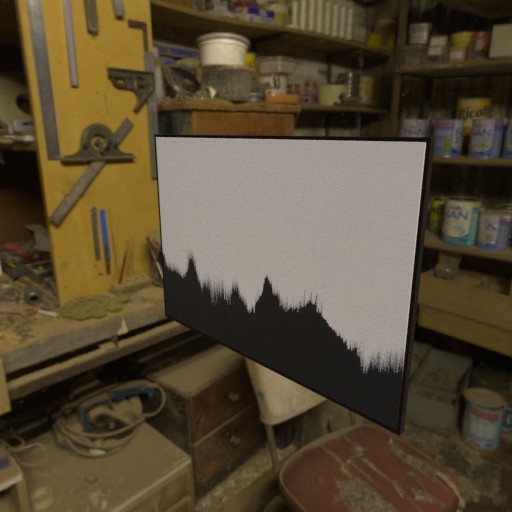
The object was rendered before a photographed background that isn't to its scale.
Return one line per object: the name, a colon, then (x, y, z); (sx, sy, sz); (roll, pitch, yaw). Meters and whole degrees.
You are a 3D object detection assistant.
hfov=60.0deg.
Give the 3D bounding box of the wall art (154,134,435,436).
wall art: (0.000, 0.000, 1.259); (0.019, 0.660, 0.957); (-15, 22, -42)
